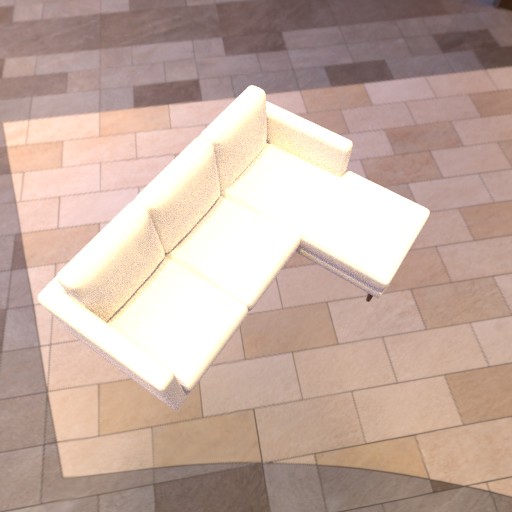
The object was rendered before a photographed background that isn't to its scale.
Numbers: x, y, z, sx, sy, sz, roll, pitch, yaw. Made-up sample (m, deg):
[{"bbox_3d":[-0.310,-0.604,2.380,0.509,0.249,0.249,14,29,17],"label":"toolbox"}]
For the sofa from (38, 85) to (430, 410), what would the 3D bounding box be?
[{"bbox_3d":[0.000,0.000,2.824,1.580,0.899,2.029,30,64,16],"label":"sofa"}]
